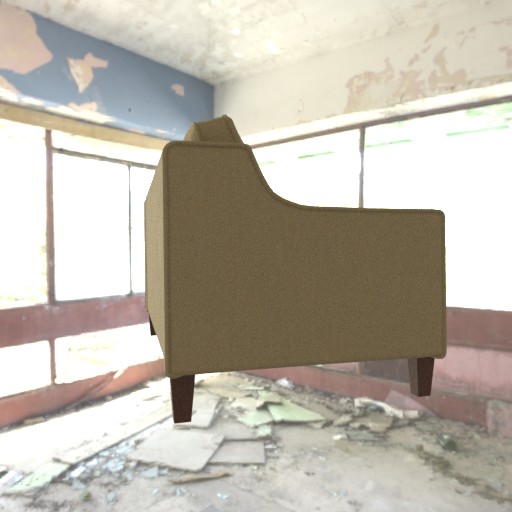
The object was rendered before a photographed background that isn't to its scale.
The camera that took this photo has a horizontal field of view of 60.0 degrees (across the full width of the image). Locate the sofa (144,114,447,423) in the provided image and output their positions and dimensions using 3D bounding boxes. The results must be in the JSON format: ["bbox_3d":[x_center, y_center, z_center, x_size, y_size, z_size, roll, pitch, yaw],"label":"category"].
[{"bbox_3d":[0.000,0.000,2.119,0.987,0.971,1.501,0,1,-16],"label":"sofa"}]
